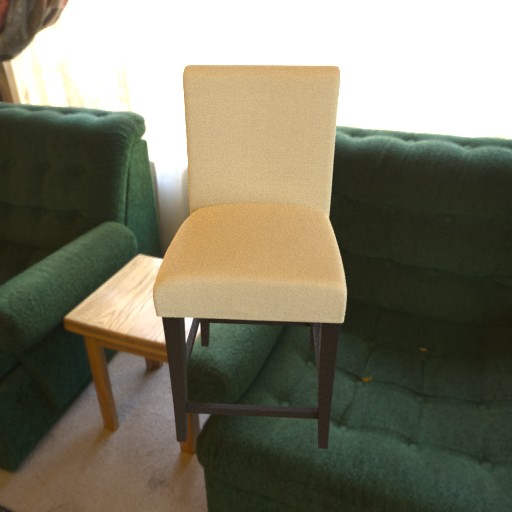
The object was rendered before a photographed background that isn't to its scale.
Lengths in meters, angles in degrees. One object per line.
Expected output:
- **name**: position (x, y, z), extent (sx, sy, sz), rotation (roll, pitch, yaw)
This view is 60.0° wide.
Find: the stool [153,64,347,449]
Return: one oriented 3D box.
- **stool**: position (0.000, 0.000, 1.296), extent (0.452, 0.976, 0.597), rotation (2, 30, 3)
